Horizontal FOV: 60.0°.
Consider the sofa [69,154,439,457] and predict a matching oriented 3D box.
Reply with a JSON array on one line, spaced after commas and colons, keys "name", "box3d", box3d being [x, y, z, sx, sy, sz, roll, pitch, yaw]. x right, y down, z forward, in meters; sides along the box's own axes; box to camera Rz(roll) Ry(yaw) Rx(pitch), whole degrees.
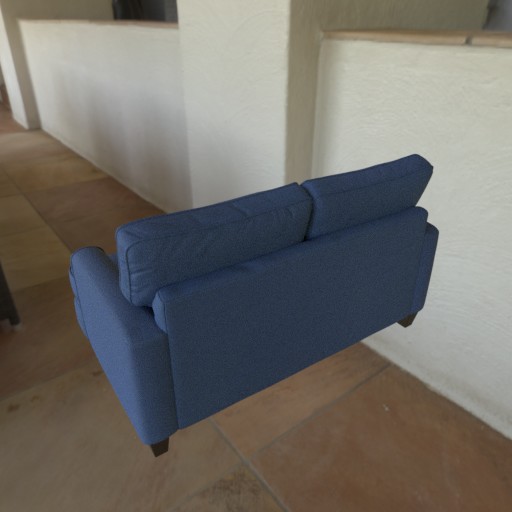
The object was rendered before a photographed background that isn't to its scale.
[{"name": "sofa", "box3d": [0.000, 0.000, 2.222, 1.651, 0.965, 0.965, -18, 33, -29]}]
